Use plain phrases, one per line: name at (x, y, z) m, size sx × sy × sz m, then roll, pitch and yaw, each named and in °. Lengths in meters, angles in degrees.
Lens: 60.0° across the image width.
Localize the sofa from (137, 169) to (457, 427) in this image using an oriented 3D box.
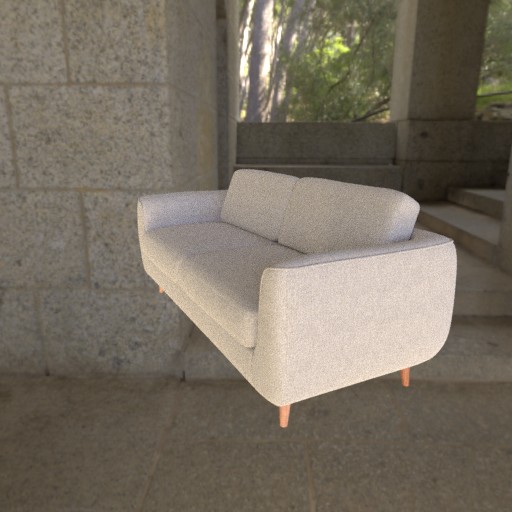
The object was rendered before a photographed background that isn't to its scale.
sofa at (0.000, 0.000, 2.427) m, size 0.920 × 0.850 × 2.000 m, roll -7°, pitch 17°, yaw -26°
